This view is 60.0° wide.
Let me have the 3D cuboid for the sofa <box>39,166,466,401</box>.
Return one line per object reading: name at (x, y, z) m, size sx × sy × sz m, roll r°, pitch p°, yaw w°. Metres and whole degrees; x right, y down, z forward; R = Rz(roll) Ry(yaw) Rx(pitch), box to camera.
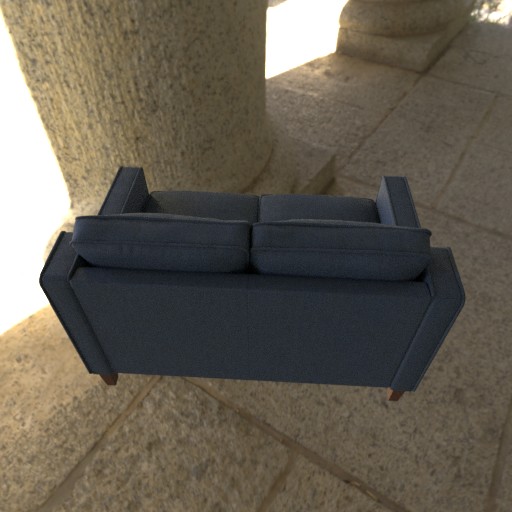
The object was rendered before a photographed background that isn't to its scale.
sofa at (0.000, 0.000, 2.120) m, size 1.501 × 0.971 × 0.987 m, roll 2°, pitch 46°, yaw 2°
